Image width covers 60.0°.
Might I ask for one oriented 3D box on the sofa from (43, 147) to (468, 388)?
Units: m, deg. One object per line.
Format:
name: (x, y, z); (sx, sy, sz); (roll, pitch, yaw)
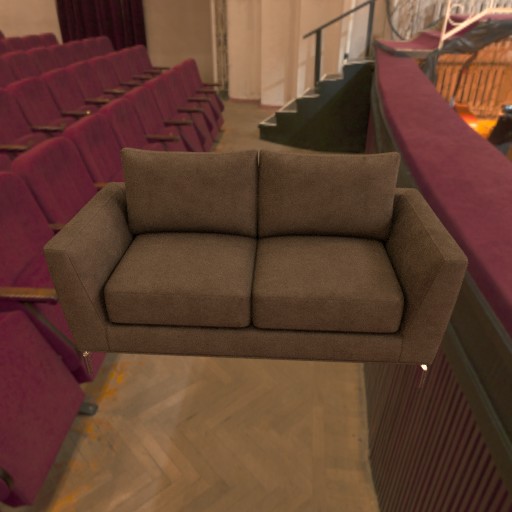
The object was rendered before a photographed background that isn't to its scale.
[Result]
sofa: (0.000, 0.000, 2.356); (1.832, 1.013, 0.855); (2, 30, 3)
